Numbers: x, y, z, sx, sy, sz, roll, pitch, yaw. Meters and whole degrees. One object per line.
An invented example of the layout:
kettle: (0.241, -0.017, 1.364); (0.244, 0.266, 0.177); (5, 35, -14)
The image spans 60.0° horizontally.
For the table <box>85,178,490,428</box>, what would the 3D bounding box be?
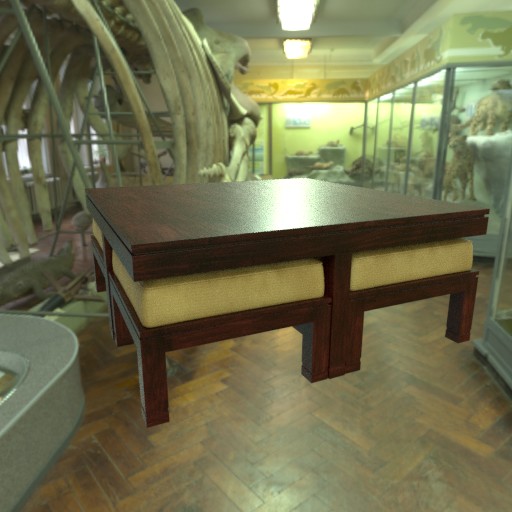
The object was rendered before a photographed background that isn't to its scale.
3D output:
table: (0.000, 0.000, 1.337); (0.865, 0.356, 0.865); (-7, 17, -24)
